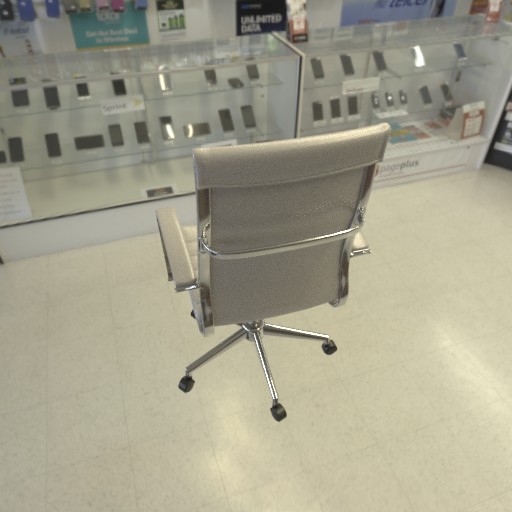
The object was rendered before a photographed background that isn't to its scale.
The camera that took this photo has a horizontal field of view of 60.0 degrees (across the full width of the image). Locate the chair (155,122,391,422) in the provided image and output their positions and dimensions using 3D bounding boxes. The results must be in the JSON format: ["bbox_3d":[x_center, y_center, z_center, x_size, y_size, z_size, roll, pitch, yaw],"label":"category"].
[{"bbox_3d":[0.000,0.000,1.518,0.679,1.149,0.667,-11,42,-12],"label":"chair"}]
